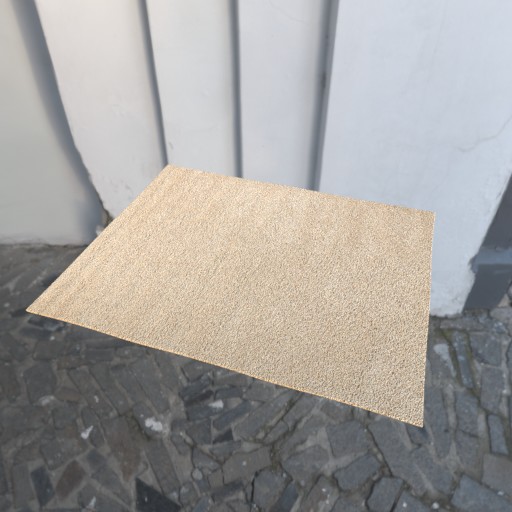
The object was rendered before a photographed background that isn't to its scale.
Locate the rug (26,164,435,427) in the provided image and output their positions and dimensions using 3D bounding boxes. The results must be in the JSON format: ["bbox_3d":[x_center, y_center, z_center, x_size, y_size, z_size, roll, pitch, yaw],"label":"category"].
[{"bbox_3d":[0.000,0.000,3.976,3.000,0.026,2.400,13,43,14],"label":"rug"}]
